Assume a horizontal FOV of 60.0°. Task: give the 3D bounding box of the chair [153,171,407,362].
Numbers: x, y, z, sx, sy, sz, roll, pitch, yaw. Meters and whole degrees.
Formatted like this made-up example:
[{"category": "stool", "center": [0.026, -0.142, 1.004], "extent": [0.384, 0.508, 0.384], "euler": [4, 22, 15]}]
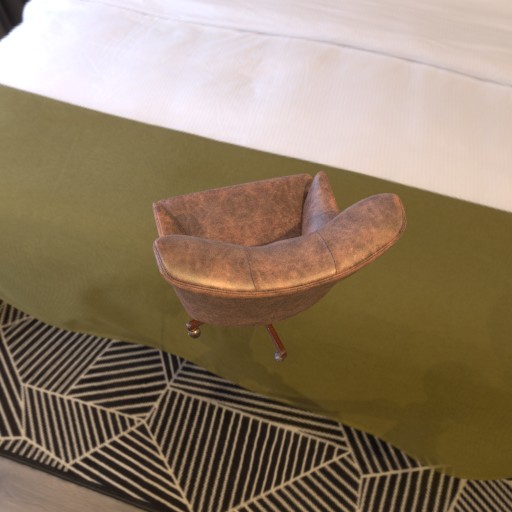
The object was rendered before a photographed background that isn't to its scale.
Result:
[{"category": "chair", "center": [0.000, 0.000, 1.531], "extent": [0.641, 1.035, 0.762], "euler": [-12, 59, -7]}]
